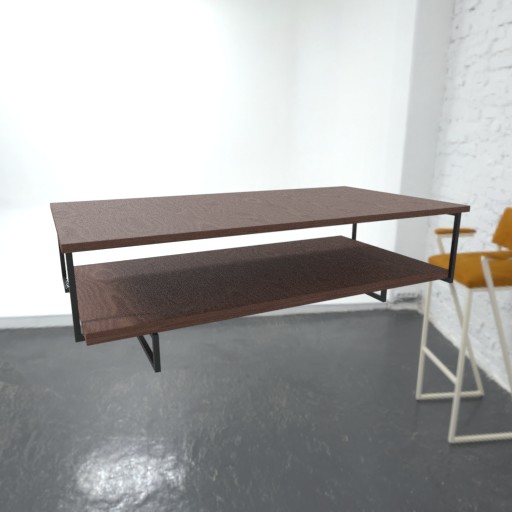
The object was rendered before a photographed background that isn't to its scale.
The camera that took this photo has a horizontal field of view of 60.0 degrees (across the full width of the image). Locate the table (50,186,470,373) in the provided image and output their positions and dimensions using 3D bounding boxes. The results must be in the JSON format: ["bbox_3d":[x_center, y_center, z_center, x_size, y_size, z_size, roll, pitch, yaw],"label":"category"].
[{"bbox_3d":[0.000,0.000,1.479,1.197,0.347,0.651,-7,17,-25],"label":"table"}]
